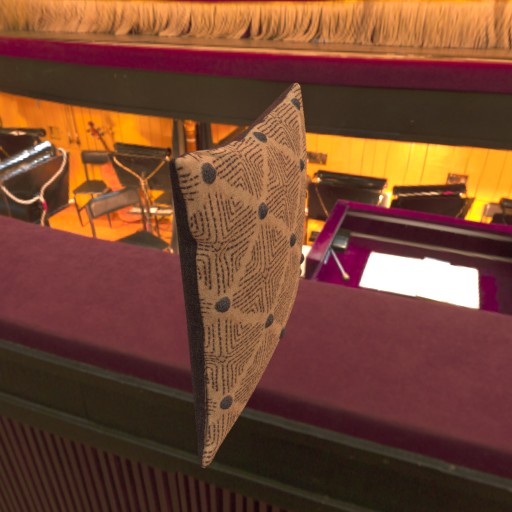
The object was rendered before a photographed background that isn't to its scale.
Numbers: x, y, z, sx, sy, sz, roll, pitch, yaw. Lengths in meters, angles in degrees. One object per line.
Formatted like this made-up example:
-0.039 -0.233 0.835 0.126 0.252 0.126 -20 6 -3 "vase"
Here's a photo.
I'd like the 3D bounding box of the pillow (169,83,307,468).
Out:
0.000 0.000 0.790 0.145 0.510 0.510 10 32 16 "pillow"
